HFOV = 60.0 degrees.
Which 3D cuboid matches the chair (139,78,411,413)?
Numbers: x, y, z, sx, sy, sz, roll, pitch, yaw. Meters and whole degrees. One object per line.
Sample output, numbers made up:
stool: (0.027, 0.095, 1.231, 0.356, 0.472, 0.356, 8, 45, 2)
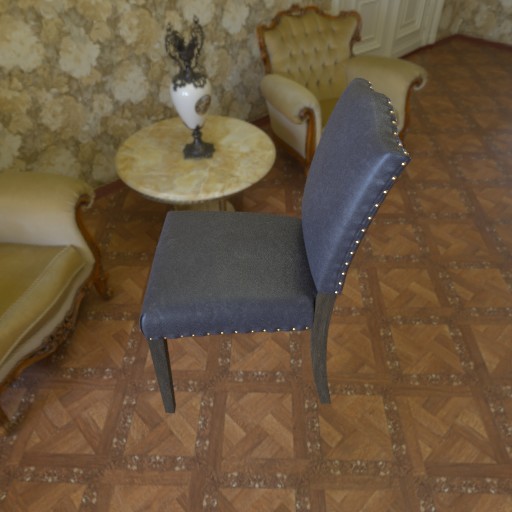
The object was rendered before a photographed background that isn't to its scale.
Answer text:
chair: (0.000, 0.000, 1.352, 0.633, 0.991, 0.500, 0, 41, 0)
